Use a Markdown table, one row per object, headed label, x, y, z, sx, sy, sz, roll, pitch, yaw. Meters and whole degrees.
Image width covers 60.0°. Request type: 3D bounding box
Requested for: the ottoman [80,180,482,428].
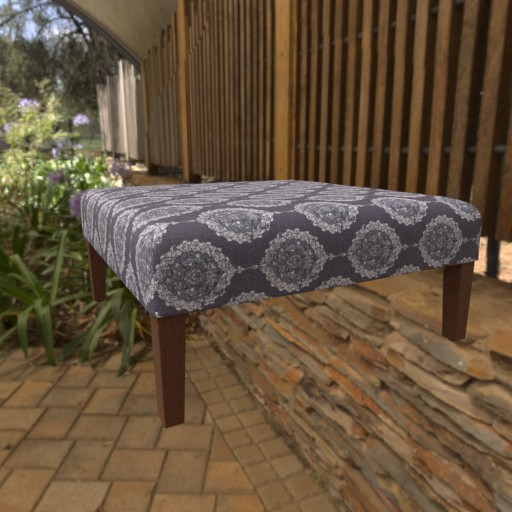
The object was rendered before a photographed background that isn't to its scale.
| label | x | y | z | sx | sy | sz | roll | pitch | yaw |
| --- | --- | --- | --- | --- | --- | --- | --- | --- | --- |
| ottoman | 0.000 | 0.000 | 1.368 | 0.890 | 0.409 | 0.889 | -7 | 15 | -28 |
